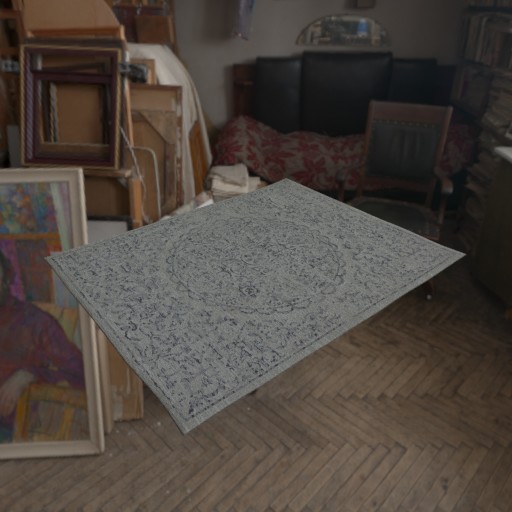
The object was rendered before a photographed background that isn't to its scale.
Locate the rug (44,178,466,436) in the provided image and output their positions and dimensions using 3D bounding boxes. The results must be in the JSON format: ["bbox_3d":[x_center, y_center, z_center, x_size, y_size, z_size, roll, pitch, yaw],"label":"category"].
[{"bbox_3d":[0.000,0.000,3.924,2.925,0.026,2.343,-23,38,-33],"label":"rug"}]
